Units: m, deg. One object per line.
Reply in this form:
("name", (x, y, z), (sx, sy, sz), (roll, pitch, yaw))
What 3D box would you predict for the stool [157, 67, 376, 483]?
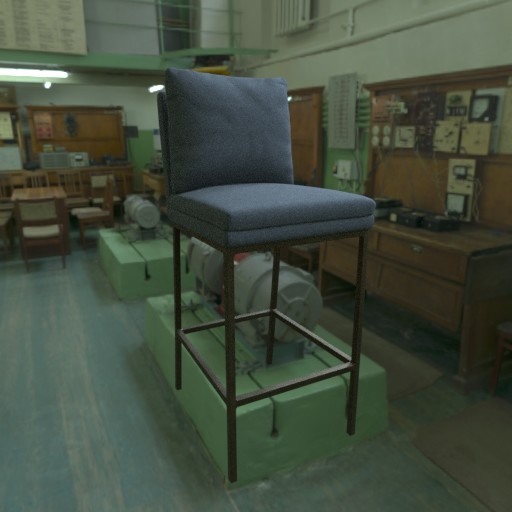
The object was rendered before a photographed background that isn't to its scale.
("stool", (0.000, 0.000, 1.413), (0.463, 1.130, 0.569), (-8, 18, -27))
